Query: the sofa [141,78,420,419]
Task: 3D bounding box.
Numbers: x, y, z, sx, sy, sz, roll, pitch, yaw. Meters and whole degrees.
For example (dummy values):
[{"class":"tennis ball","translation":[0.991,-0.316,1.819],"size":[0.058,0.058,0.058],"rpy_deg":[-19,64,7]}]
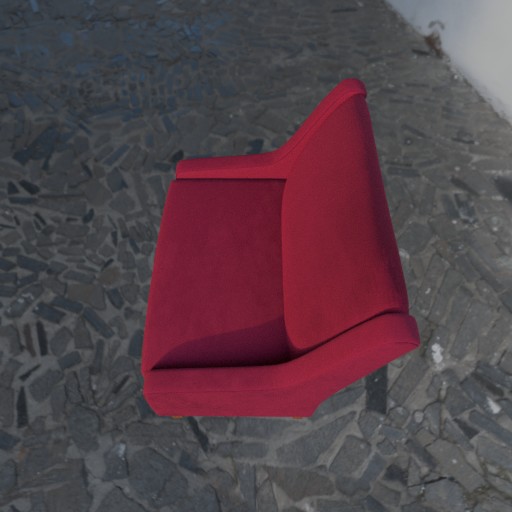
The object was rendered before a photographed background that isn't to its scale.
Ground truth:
[{"class":"sofa","translation":[0.000,0.000,1.974],"size":[0.946,0.976,1.242],"rpy_deg":[0,56,0]}]
